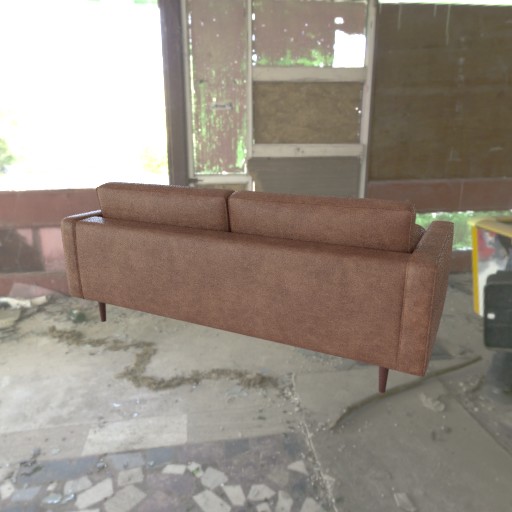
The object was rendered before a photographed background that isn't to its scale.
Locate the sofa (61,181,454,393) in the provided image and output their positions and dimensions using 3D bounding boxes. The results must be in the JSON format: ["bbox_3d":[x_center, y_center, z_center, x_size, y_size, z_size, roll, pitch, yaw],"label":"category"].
[{"bbox_3d":[0.000,0.000,2.350,1.870,0.760,0.910,8,18,26],"label":"sofa"}]
